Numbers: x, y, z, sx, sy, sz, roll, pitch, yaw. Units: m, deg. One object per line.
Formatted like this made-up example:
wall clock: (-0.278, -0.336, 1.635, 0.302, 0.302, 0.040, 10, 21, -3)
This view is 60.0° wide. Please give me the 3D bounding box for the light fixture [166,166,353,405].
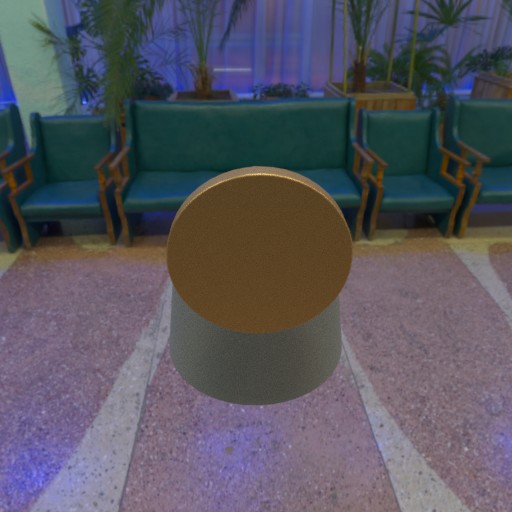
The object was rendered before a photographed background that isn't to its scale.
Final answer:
light fixture: (0.000, 0.000, 0.443, 0.204, 0.268, 0.254, -1, 31, -1)
